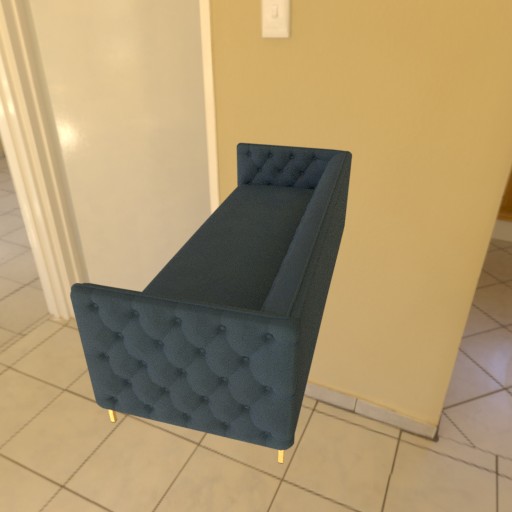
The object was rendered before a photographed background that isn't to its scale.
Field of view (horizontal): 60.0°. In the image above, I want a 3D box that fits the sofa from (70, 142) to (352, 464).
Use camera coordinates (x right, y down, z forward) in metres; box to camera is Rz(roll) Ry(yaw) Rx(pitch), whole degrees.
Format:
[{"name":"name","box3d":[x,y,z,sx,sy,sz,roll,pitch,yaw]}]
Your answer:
[{"name":"sofa","box3d":[0.000,0.000,2.637,0.895,0.771,2.209,8,30,13]}]
